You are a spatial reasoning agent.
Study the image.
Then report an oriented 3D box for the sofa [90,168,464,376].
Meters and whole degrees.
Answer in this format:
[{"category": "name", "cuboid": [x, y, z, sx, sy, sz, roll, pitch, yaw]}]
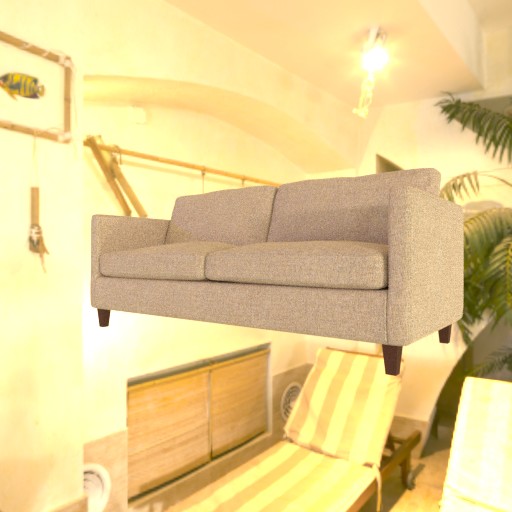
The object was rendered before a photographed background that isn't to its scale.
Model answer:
[{"category": "sofa", "cuboid": [0.000, 0.000, 2.745, 2.208, 0.965, 0.951, 0, 0, 37]}]
